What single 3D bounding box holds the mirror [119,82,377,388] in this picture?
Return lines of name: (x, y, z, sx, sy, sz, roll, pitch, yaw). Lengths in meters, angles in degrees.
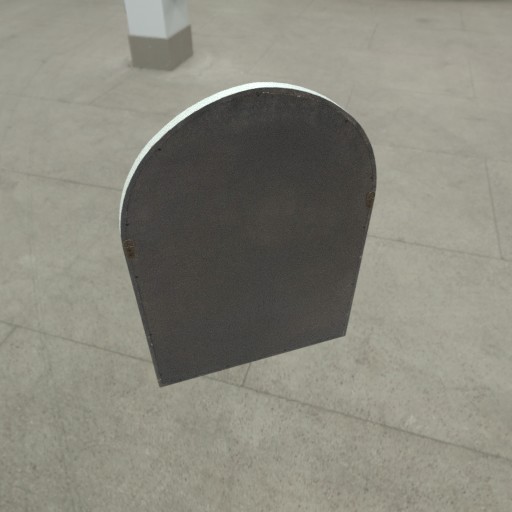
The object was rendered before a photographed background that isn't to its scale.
mirror: (0.000, 0.000, 1.200, 0.660, 0.920, 0.032, -12, 43, -14)
